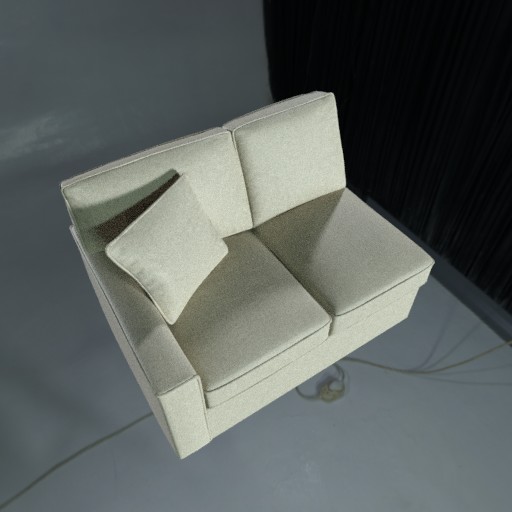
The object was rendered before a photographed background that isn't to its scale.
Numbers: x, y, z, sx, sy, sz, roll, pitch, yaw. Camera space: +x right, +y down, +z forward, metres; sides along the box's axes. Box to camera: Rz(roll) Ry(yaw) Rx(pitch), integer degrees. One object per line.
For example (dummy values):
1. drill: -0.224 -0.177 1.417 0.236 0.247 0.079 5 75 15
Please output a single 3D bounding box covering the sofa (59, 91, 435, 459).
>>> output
1. sofa: 0.000 0.000 2.063 1.388 0.989 0.991 -25 51 -22
